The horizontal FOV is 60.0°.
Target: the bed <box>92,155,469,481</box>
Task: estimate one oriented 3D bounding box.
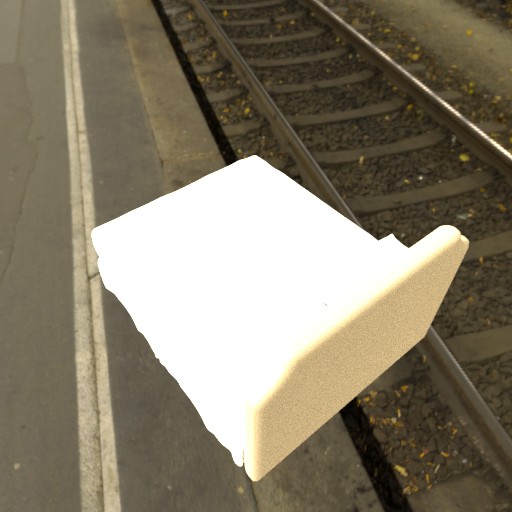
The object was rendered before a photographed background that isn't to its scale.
[{"bbox_3d":[0.000,0.000,3.875,2.134,1.524,2.548,-30,54,-26],"label":"bed"}]
